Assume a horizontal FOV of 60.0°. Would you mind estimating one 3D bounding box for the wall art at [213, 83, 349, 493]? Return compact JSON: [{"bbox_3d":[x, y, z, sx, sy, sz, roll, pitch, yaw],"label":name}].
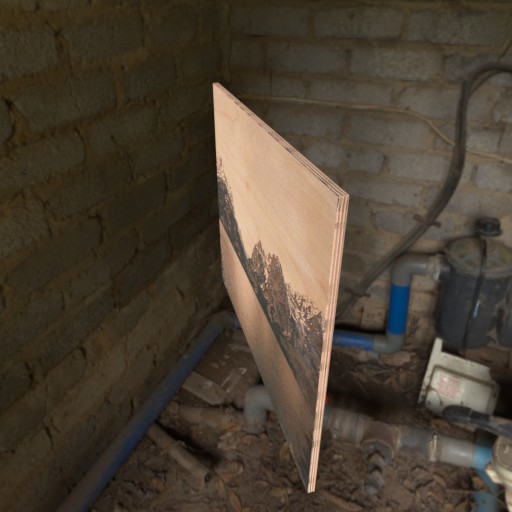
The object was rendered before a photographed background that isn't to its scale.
[{"bbox_3d":[0.000,0.000,0.668,0.010,0.408,0.508,-8,32,-14],"label":"wall art"}]
